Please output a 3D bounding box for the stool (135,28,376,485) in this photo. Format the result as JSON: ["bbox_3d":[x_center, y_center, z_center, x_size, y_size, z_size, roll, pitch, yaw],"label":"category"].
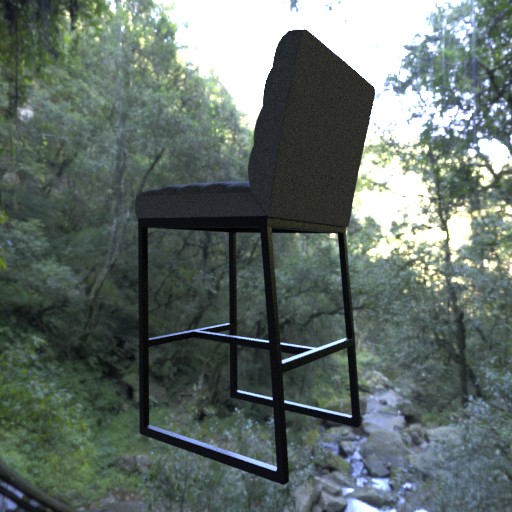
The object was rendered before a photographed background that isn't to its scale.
[{"bbox_3d":[0.000,0.000,1.312,0.571,1.034,0.459,0,0,36],"label":"stool"}]
